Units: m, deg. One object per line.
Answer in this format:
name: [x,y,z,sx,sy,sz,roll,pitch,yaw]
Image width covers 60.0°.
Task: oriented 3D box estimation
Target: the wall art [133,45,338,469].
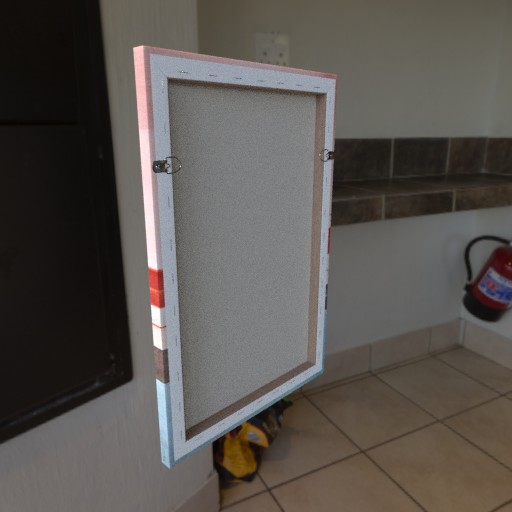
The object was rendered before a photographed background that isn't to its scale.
wall art: [0.000,0.000,1.140,0.038,0.914,0.610,15,22,42]
